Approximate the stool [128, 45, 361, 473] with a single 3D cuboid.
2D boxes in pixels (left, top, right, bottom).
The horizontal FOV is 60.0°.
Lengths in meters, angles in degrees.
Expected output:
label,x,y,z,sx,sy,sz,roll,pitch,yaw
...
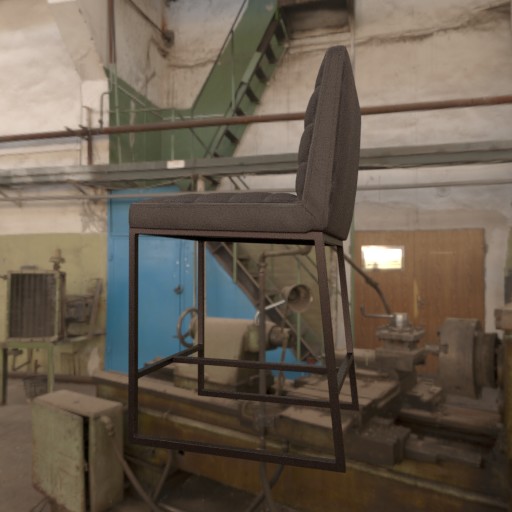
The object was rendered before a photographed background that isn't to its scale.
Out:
label,x,y,z,sx,sy,sz,roll,pitch,yaw
stool,0.000,0.000,1.250,0.562,0.946,0.463,0,-1,17
